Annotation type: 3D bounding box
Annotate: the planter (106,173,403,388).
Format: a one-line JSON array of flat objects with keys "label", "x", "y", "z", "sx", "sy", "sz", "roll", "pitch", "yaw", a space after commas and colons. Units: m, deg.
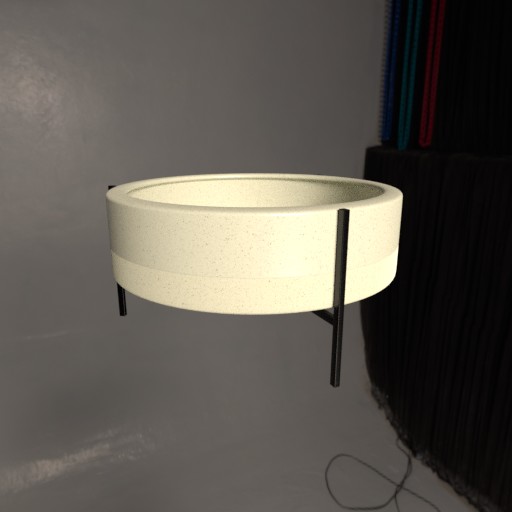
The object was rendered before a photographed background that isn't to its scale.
[{"label": "planter", "x": 0.000, "y": 0.000, "z": 0.544, "sx": 0.336, "sy": 0.171, "sz": 0.345, "roll": -8, "pitch": 18, "yaw": -25}]
